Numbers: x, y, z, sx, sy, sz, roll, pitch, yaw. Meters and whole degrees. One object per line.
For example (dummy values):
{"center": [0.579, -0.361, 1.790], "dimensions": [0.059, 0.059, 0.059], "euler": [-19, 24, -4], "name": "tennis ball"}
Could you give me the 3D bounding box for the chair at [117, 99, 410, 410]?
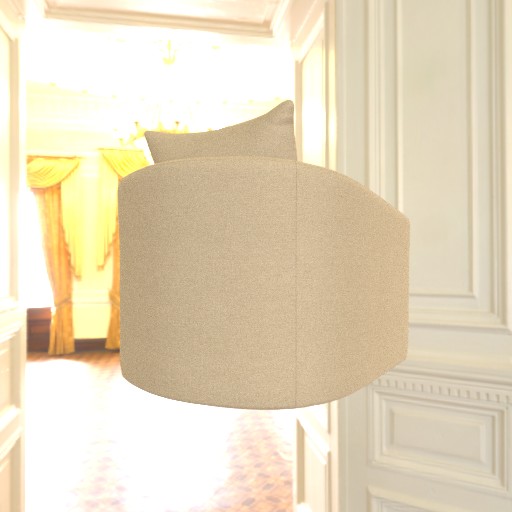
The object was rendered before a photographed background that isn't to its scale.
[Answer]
{"center": [0.000, 0.000, 1.568], "dimensions": [0.845, 0.848, 0.910], "euler": [0, 0, 34], "name": "chair"}
